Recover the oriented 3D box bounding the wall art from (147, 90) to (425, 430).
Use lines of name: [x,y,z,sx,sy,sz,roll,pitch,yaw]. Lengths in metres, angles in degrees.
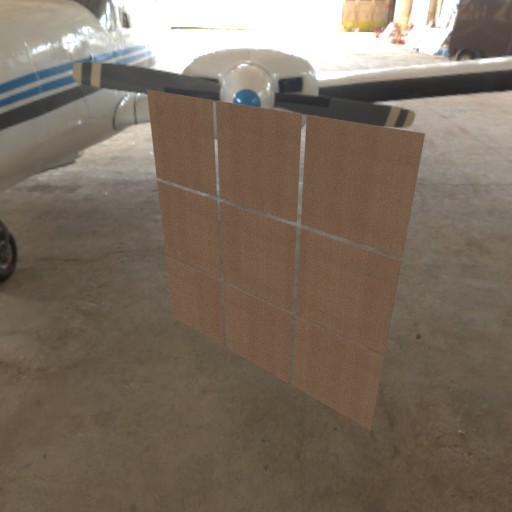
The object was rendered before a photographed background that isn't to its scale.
wall art: [0.000,0.000,2.322,1.517,1.505,0.002,22,36,34]
